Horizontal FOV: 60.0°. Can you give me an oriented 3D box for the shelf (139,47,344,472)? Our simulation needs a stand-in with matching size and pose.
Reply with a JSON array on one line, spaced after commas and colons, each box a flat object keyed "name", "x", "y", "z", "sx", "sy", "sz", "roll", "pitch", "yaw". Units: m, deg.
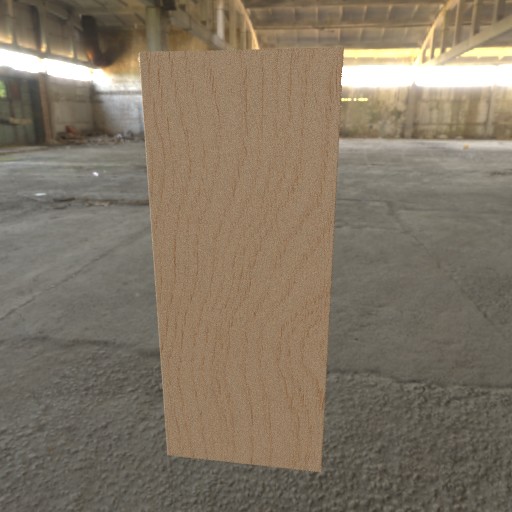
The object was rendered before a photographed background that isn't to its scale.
[{"name": "shelf", "x": 0.000, "y": 0.000, "z": 0.751, "sx": 0.250, "sy": 0.600, "sz": 0.290, "roll": 3, "pitch": 17, "yaw": 8}]
